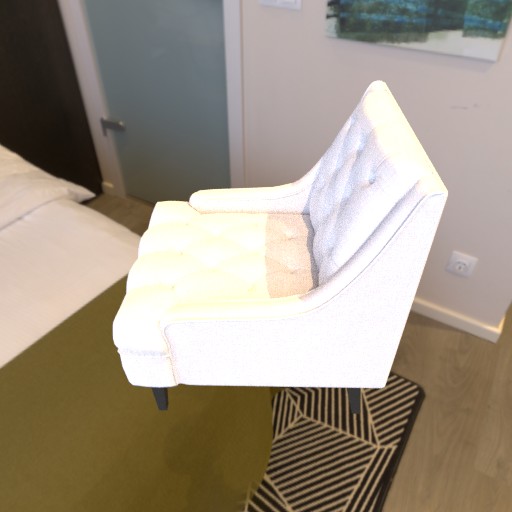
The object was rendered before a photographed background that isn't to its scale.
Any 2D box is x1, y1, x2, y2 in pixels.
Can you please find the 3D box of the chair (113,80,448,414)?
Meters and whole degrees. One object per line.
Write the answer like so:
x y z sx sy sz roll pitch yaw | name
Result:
0.000 0.000 1.387 0.772 0.891 0.658 1 40 1 | chair
